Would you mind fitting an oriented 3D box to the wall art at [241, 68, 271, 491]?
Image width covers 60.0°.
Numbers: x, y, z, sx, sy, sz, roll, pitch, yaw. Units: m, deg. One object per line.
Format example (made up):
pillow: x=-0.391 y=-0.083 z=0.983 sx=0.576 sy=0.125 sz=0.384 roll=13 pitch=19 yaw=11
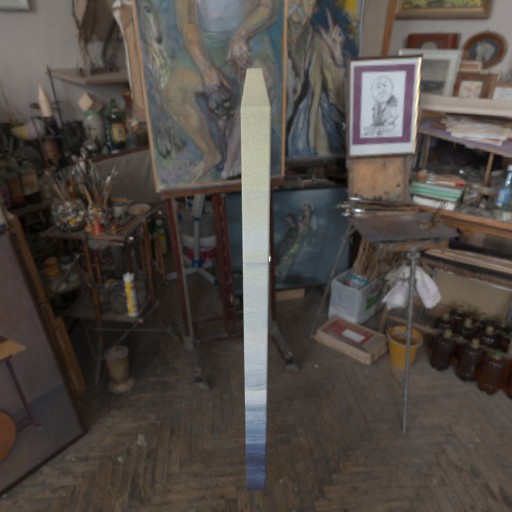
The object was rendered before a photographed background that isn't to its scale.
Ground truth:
wall art: x=0.000 y=0.000 z=0.961 sx=0.041 sy=0.710 sz=0.608 roll=0 pitch=27 yaw=0
